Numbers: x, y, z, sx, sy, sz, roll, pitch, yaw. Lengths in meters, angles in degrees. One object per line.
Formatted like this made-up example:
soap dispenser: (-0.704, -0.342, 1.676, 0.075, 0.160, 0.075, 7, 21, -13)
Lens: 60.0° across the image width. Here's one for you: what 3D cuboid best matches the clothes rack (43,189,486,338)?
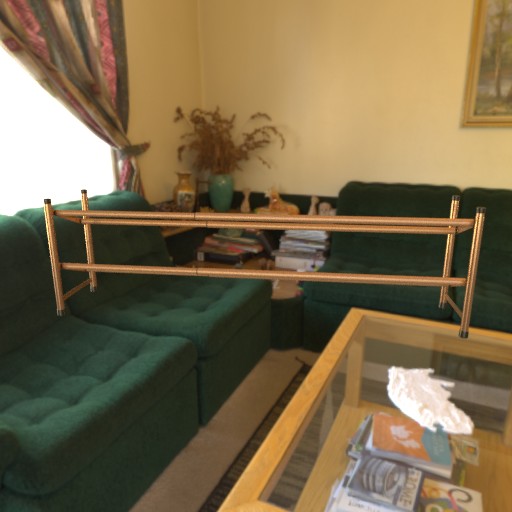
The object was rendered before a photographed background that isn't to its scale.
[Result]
clothes rack: (0.000, 0.000, 1.306, 1.168, 0.349, 0.229, 2, 16, 7)
